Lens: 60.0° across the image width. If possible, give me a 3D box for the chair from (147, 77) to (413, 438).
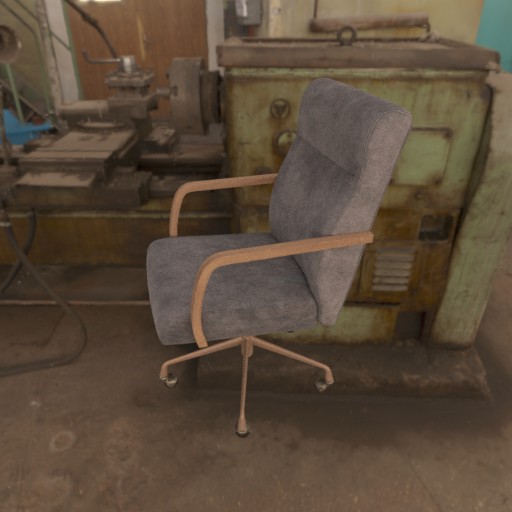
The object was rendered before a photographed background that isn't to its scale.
[{"bbox_3d":[0.000,0.000,1.480,0.741,1.029,0.640,-8,32,-14],"label":"chair"}]
